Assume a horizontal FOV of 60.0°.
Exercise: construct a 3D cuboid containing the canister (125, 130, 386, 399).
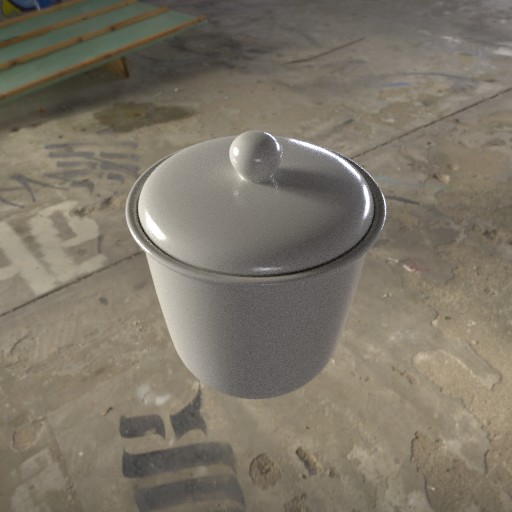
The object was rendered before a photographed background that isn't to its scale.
[{"bbox_3d":[0.000,0.000,0.354,0.182,0.208,0.182,0,41,0],"label":"canister"}]
